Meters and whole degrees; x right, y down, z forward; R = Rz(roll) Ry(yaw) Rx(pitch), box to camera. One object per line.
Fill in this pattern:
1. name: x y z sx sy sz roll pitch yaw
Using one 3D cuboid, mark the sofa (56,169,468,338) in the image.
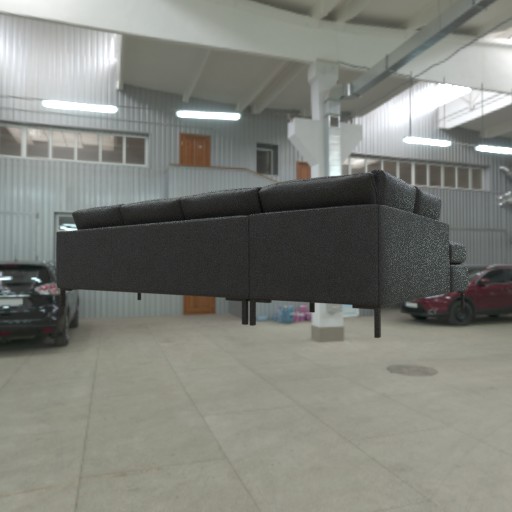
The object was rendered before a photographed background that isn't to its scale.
1. sofa: 0.000 0.000 3.803 2.984 0.877 1.938 -1 -2 36
